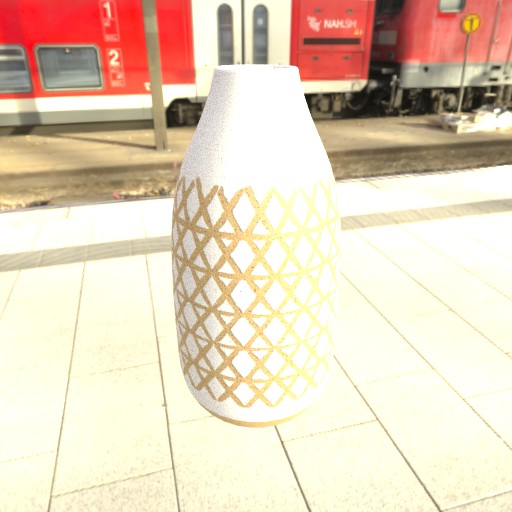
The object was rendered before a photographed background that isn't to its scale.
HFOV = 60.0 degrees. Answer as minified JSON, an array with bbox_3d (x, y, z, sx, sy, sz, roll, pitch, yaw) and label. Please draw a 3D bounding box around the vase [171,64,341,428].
[{"bbox_3d":[0.000,0.000,0.483,0.186,0.380,0.186,0,26,0],"label":"vase"}]
